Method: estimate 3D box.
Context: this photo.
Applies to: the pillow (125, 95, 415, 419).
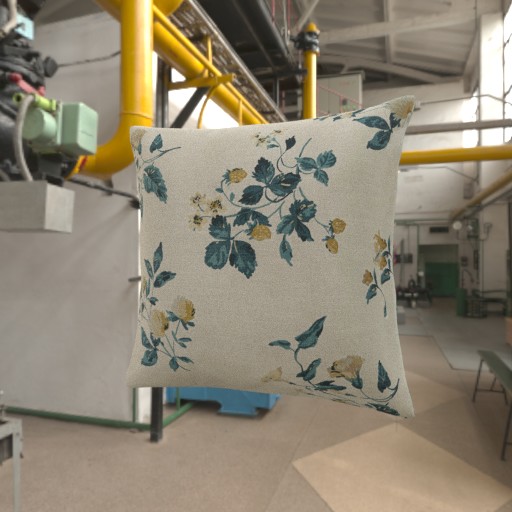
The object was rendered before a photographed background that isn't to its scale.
[{"bbox_3d":[0.000,0.000,0.778,0.526,0.507,0.166,0,0,19],"label":"pillow"}]
